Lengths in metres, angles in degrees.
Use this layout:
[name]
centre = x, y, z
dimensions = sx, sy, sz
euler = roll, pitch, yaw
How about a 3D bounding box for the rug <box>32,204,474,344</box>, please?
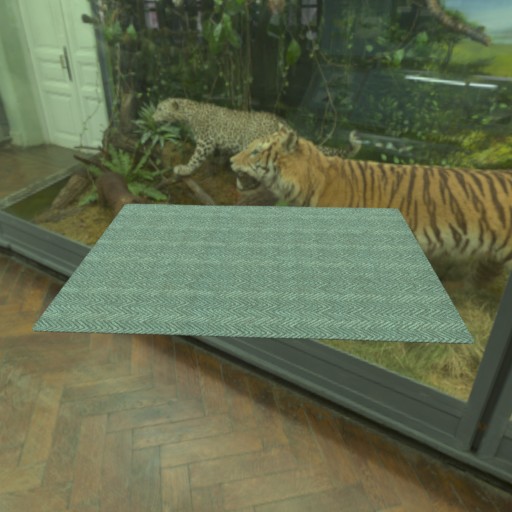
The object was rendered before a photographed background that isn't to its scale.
[rug]
centre = 0.000, 0.000, 5.183
dimensions = 3.957, 0.011, 2.894
euler = 1, 30, 2
